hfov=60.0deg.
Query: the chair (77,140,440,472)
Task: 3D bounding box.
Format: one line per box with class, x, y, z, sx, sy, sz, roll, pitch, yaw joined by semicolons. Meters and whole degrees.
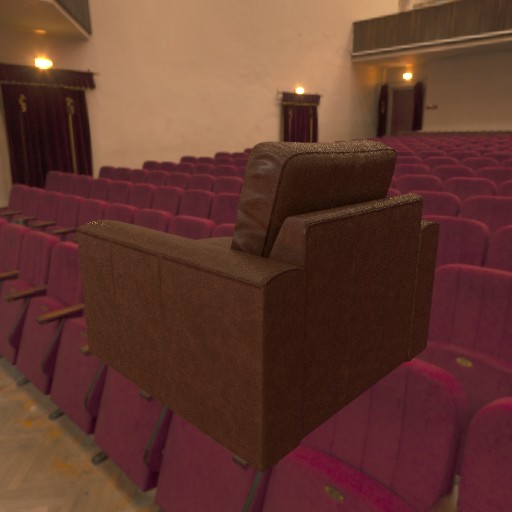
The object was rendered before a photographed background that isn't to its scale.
chair;0.000;0.000;1.729;1.016;0.873;1.005;14;21;42
